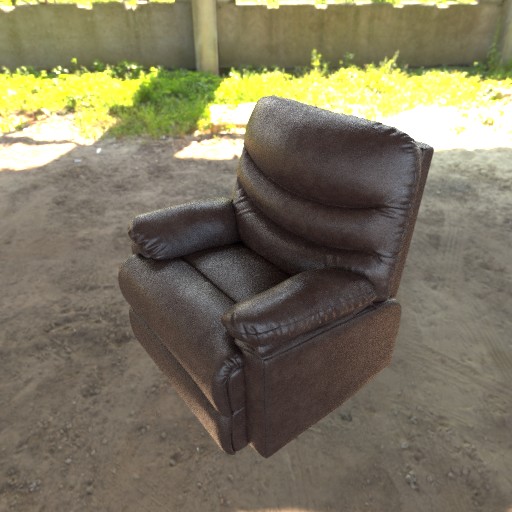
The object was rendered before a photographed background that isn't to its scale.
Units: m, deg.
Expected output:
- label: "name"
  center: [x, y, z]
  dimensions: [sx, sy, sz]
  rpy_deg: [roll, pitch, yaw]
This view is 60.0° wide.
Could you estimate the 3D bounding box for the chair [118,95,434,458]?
- label: "chair"
  center: [0.000, 0.000, 1.719]
  dimensions: [0.879, 1.041, 0.940]
  rpy_deg: [-21, 37, -31]
